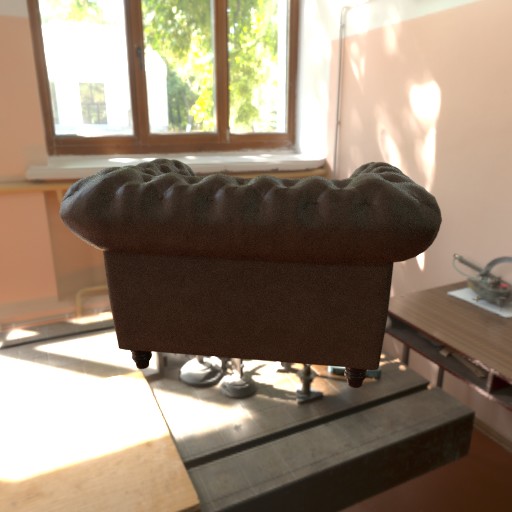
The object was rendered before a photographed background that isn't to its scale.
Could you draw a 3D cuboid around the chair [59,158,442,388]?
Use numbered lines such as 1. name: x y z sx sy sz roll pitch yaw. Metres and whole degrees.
1. chair: 0.000 0.000 1.893 1.298 0.784 0.954 3 17 9
